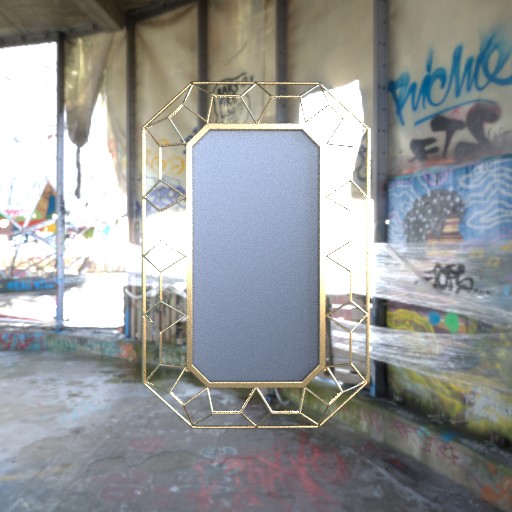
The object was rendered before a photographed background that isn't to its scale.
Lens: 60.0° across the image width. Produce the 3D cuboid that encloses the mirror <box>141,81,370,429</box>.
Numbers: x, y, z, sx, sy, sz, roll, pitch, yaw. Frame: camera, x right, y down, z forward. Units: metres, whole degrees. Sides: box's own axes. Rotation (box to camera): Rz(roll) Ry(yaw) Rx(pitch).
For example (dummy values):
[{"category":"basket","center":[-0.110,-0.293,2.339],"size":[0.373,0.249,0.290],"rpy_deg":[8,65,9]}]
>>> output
[{"category":"mirror","center":[0.000,0.000,1.091],"size":[0.572,0.870,0.051],"rpy_deg":[0,1,-1]}]
